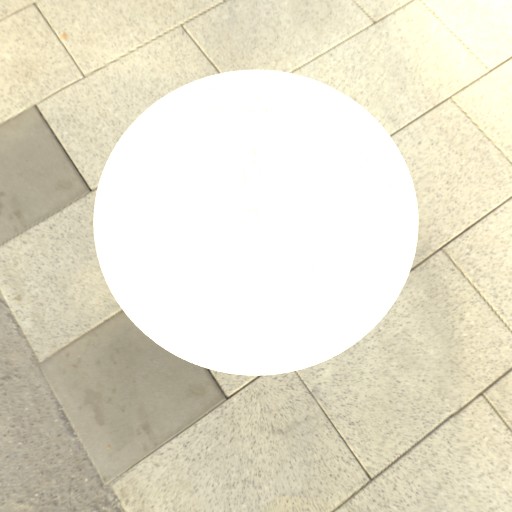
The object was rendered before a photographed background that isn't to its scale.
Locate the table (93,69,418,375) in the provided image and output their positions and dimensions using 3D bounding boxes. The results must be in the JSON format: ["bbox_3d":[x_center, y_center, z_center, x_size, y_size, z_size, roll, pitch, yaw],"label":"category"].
[{"bbox_3d":[0.000,0.000,0.955,0.500,0.564,0.500,0,75,0],"label":"table"}]
